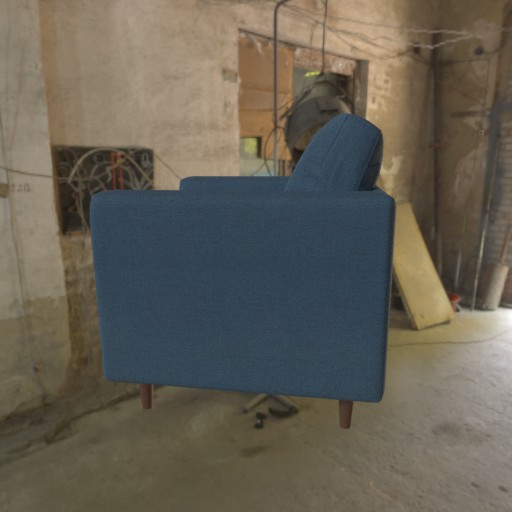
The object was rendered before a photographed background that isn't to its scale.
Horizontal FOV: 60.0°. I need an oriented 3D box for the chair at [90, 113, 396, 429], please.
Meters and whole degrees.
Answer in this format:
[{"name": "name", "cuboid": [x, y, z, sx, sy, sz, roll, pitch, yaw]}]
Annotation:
[{"name": "chair", "cuboid": [0.000, 0.000, 1.550, 0.820, 0.922, 0.855, 2, 13, 9]}]
